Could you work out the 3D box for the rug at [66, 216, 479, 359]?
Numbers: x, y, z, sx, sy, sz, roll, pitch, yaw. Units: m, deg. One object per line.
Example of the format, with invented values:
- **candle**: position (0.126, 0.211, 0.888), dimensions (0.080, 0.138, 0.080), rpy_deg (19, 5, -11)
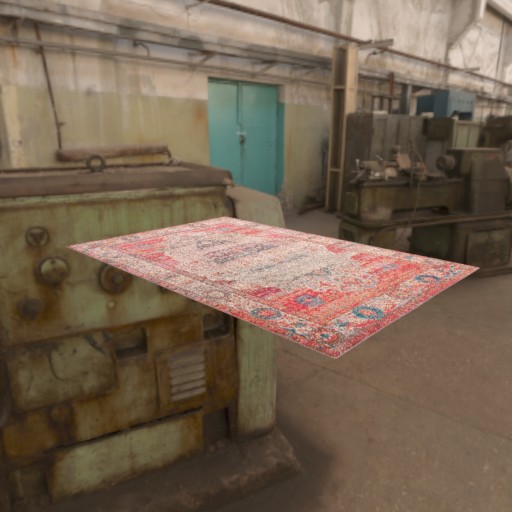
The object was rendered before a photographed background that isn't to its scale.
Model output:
- **rug**: position (0.000, 0.000, 2.327), dimensions (1.829, 0.006, 1.219), rpy_deg (15, 22, 42)
